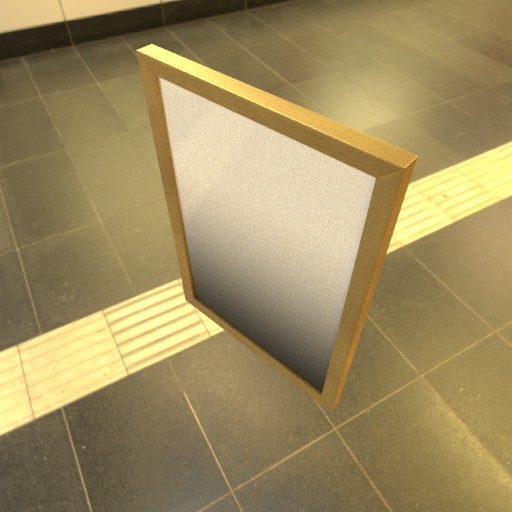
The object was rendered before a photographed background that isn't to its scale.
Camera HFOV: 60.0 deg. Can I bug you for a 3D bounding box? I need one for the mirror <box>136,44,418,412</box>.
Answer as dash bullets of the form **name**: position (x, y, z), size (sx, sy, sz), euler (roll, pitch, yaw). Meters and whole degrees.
- **mirror**: position (0.000, 0.000, 0.917), size (0.507, 0.710, 0.040), euler (33, 56, 26)
